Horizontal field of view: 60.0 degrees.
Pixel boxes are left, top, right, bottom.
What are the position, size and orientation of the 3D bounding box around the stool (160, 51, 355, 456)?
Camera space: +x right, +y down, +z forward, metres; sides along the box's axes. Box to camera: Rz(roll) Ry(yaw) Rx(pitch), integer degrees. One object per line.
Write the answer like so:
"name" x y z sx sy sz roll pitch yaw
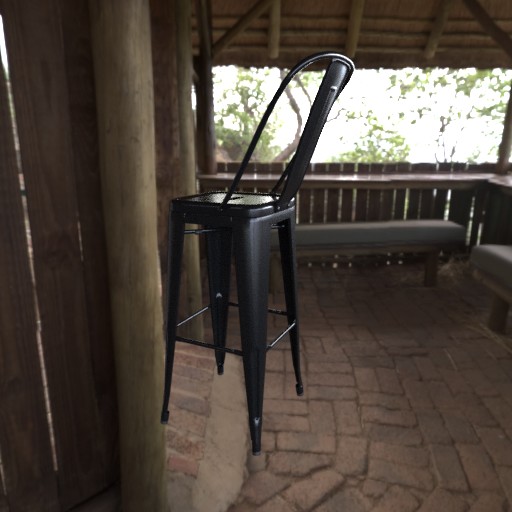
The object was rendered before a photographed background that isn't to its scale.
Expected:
"stool" 0.000 0.000 1.353 0.513 1.096 0.399 7 16 26
